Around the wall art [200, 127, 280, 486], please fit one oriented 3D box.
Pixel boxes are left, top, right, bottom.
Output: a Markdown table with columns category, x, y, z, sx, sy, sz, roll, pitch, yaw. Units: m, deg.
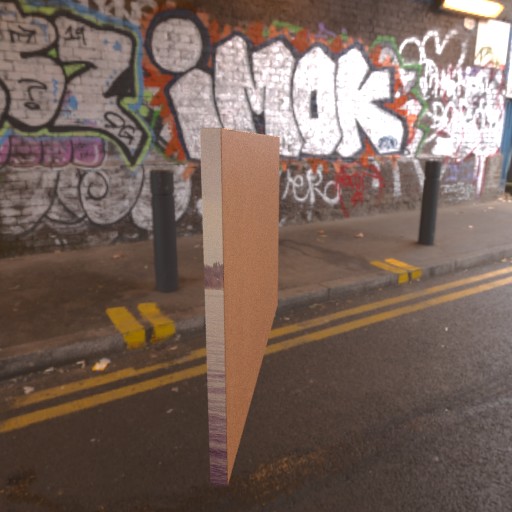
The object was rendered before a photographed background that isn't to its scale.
| category | x | y | z | sx | sy | sz | roll | pitch | yaw |
| --- | --- | --- | --- | --- | --- | --- | --- | --- | --- |
| wall art | 0.000 | 0.000 | 0.772 | 0.021 | 0.410 | 0.615 | 2 | 14 | 8 |
